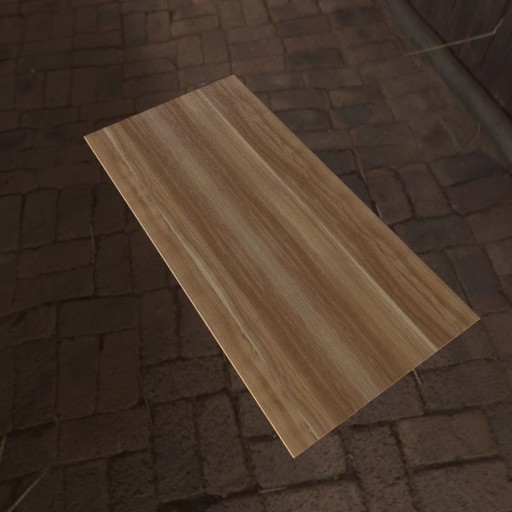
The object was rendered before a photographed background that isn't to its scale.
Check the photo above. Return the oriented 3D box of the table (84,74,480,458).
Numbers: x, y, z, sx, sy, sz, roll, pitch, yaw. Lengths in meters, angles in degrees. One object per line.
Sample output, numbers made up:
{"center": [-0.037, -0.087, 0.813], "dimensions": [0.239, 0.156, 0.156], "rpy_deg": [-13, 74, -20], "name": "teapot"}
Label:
{"center": [0.000, 0.000, 2.533], "dimensions": [1.000, 0.770, 2.000], "rpy_deg": [-30, 63, -17], "name": "table"}
